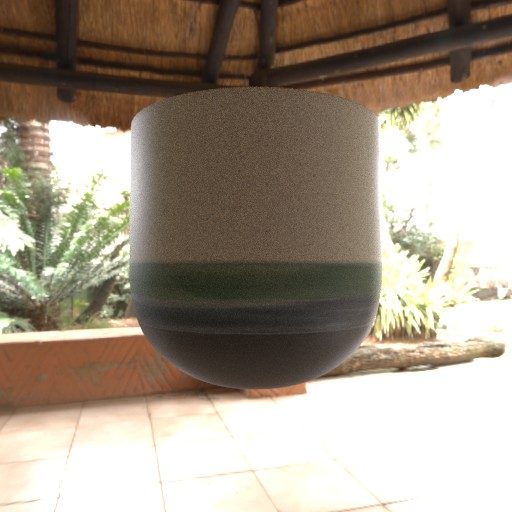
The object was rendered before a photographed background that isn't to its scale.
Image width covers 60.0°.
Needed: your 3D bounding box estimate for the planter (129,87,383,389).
[{"bbox_3d":[0.000,0.000,0.488,0.268,0.270,0.268,0,-1,0],"label":"planter"}]
